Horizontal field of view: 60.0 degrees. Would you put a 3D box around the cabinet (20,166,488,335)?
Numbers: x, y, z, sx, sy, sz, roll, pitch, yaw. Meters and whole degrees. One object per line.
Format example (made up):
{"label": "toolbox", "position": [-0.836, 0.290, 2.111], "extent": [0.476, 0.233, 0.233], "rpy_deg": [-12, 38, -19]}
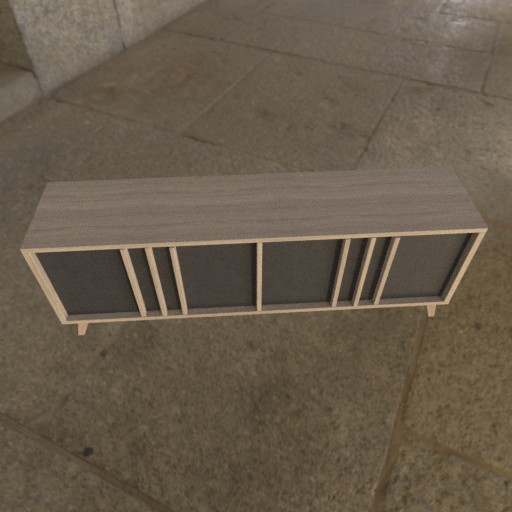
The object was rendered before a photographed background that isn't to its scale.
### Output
{"label": "cabinet", "position": [0.000, 0.000, 2.528], "extent": [2.198, 0.779, 0.499], "rpy_deg": [-3, 47, -2]}
